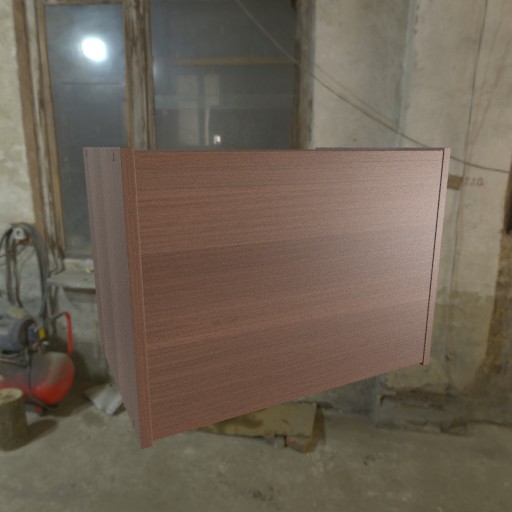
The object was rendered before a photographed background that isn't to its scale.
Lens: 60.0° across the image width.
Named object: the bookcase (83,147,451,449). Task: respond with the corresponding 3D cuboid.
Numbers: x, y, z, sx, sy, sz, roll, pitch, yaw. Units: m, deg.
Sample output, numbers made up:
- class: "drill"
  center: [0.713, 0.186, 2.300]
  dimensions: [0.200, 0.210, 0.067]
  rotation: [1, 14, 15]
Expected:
- class: "bookcase"
  center: [0.000, 0.000, 0.641]
  dimensions: [0.415, 0.305, 0.290]
  rotation: [-7, 15, -26]
